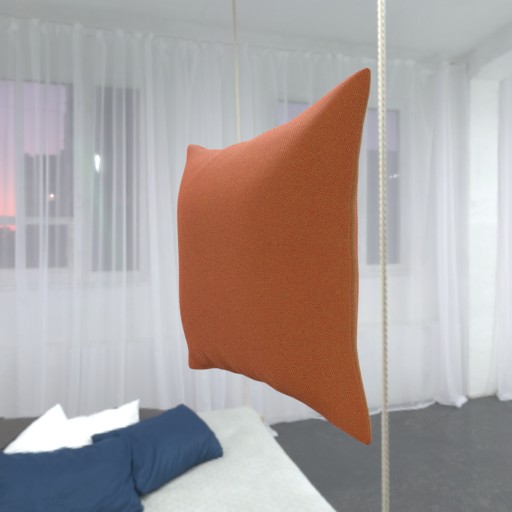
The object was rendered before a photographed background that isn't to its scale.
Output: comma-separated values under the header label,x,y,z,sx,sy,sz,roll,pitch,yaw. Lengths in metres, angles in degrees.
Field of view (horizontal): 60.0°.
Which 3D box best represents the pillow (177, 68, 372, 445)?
label,x,y,z,sx,sy,sz,roll,pitch,yaw
pillow,0.000,0.000,0.701,0.169,0.444,0.453,0,0,-36
